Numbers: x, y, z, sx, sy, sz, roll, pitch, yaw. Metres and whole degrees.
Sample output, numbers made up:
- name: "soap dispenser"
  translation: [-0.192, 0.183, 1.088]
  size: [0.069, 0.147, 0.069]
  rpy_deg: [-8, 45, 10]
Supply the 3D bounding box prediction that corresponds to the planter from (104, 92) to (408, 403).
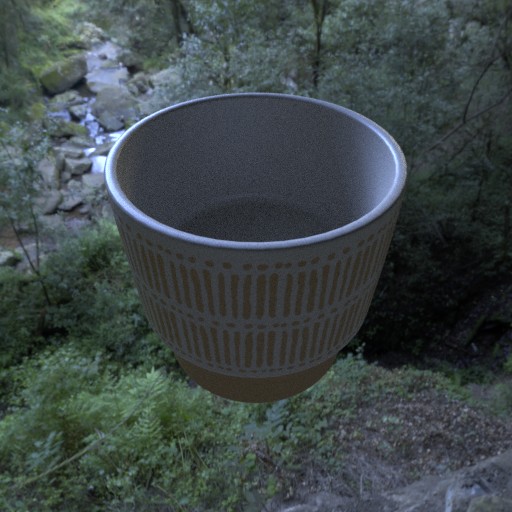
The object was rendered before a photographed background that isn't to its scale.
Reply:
- name: "planter"
  translation: [0.000, 0.000, 0.575]
  size: [0.317, 0.303, 0.317]
  rpy_deg: [0, 43, 0]
